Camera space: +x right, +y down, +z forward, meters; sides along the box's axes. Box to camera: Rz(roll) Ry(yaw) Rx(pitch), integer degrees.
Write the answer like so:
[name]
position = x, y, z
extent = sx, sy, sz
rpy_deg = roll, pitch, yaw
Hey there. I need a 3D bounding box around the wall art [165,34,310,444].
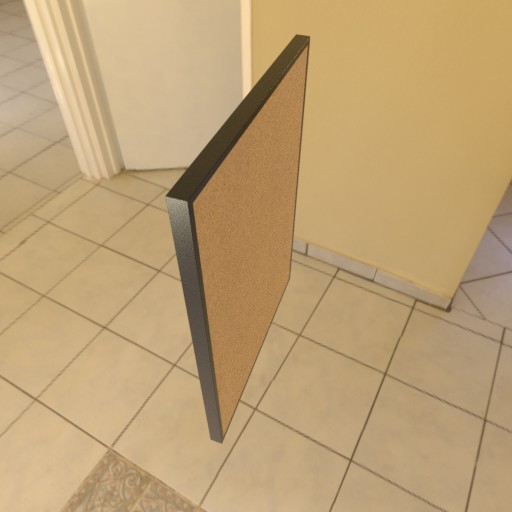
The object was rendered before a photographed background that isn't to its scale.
[wall art]
position = 0.000, 0.000, 1.383
extent = 0.043, 1.046, 0.788
rpy_deg = 15, 48, 14
